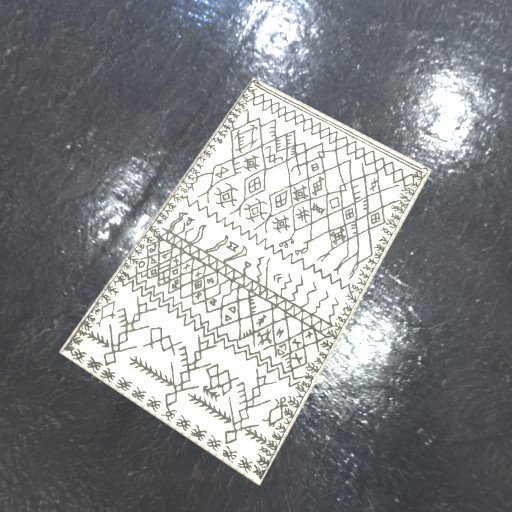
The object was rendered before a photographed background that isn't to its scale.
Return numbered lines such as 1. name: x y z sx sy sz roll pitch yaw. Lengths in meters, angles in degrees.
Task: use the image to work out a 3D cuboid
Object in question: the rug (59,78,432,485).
1. rug: 0.000 0.000 3.062 1.526 0.012 2.444 30 77 8
